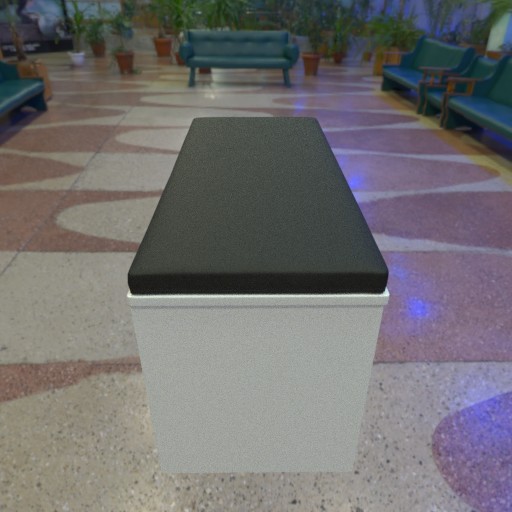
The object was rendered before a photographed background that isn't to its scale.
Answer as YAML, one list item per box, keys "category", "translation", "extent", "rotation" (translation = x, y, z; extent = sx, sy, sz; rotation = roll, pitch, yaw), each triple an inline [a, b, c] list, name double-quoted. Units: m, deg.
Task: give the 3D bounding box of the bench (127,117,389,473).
- category: "bench"
  translation: [0.000, 0.000, 1.162]
  extent: [0.401, 0.500, 0.899]
  rotation: [0, 32, 0]
